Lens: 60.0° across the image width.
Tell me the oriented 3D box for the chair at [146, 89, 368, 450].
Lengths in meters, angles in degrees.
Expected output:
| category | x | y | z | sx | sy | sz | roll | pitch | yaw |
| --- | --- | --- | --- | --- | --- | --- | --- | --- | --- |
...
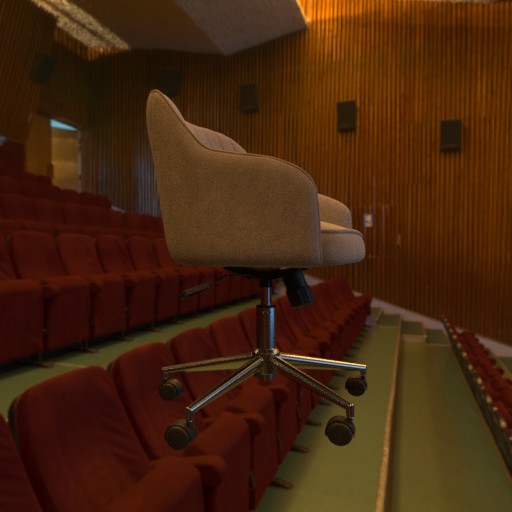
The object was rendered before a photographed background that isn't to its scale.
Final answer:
| category | x | y | z | sx | sy | sz | roll | pitch | yaw |
| --- | --- | --- | --- | --- | --- | --- | --- | --- | --- |
| chair | 0.000 | 0.000 | 1.220 | 0.573 | 0.831 | 0.635 | 0 | 0 | 18 |
